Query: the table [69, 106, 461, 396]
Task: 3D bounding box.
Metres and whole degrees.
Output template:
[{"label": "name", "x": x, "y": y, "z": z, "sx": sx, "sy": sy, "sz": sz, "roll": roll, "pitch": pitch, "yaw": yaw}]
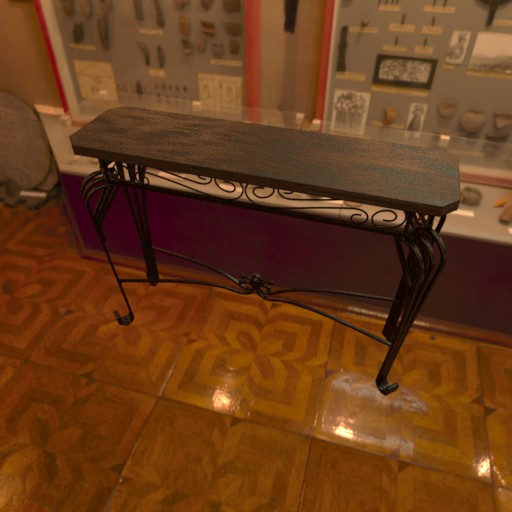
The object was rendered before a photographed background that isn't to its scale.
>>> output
[{"label": "table", "x": 0.000, "y": 0.000, "z": 1.497, "sx": 1.112, "sy": 0.800, "sz": 0.329, "roll": 12, "pitch": 42, "yaw": 13}]
